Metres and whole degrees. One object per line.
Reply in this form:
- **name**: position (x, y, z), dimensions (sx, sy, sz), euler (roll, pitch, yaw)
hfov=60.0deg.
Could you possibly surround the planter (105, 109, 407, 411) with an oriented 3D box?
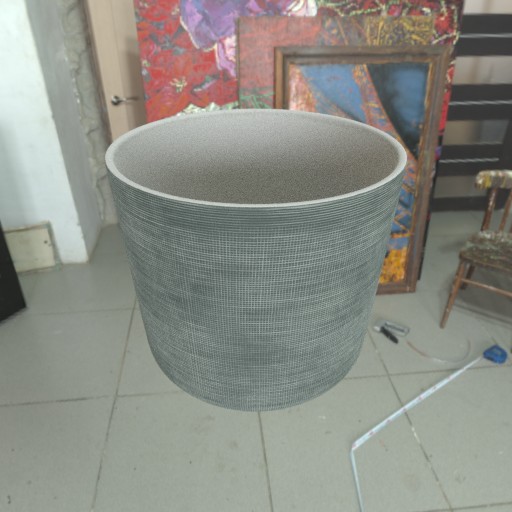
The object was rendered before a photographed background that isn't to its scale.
- **planter**: position (0.000, 0.000, 0.774), dimensions (0.440, 0.398, 0.440), euler (0, 32, 0)
